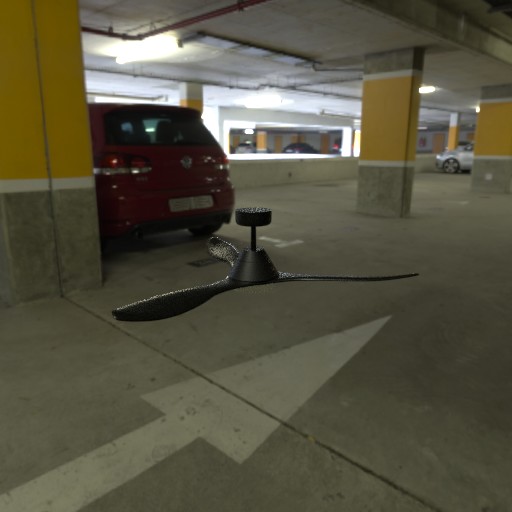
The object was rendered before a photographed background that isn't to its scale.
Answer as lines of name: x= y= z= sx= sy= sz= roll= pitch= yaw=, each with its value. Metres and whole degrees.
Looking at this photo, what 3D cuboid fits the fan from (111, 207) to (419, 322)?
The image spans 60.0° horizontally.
fan: x=0.000 y=0.000 z=1.609 sx=1.067 sy=0.305 sz=1.067 roll=7 pitch=15 yaw=26
